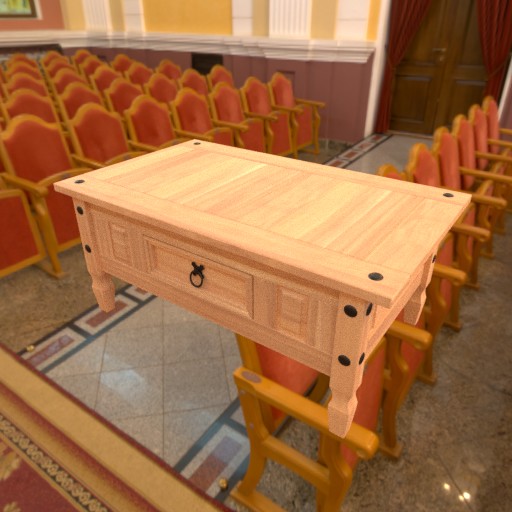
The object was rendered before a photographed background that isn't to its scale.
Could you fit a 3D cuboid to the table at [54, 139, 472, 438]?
[{"bbox_3d":[0.000,0.000,1.335,1.000,0.437,0.600,19,34,30],"label":"table"}]
